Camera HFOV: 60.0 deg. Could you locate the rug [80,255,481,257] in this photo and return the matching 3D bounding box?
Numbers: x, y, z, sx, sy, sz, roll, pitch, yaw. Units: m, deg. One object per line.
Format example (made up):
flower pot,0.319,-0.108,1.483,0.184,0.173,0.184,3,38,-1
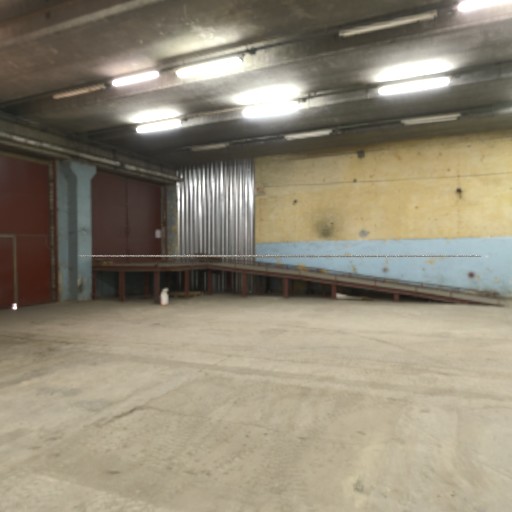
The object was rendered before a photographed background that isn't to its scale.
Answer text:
rug,0.000,0.000,4.092,2.363,0.012,2.980,0,0,-37
